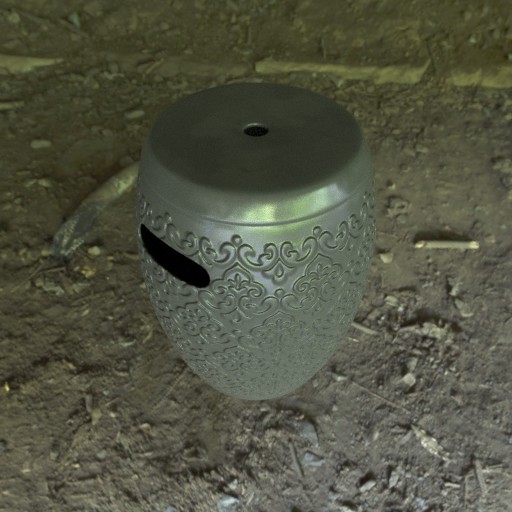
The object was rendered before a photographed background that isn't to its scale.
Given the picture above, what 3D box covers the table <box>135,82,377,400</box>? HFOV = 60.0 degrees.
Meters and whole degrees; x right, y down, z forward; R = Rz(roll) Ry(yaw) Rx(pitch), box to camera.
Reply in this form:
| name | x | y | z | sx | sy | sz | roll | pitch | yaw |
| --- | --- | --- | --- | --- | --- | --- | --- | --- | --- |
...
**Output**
| name | x | y | z | sx | sy | sz | roll | pitch | yaw |
| --- | --- | --- | --- | --- | --- | --- | --- | --- | --- |
| table | 0.000 | 0.000 | 0.619 | 0.309 | 0.397 | 0.309 | 0 | 46 | 0 |
